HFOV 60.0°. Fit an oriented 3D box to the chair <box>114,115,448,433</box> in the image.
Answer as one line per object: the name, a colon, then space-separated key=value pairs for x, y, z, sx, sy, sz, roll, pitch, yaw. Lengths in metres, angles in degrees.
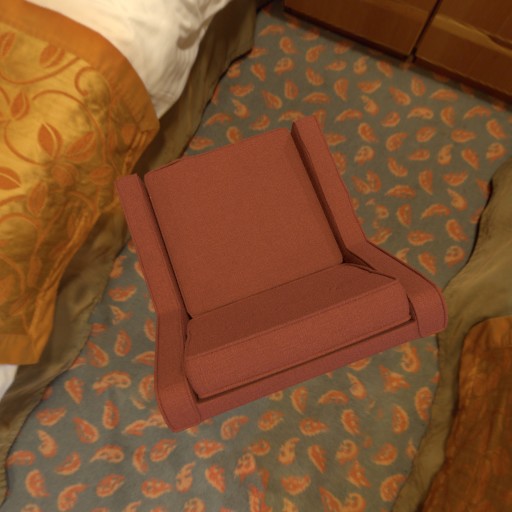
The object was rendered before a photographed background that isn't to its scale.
chair: x=0.000 y=0.000 z=1.383 sx=0.680 sy=0.812 sz=0.770 roll=-20 pitch=77 yaw=-5
